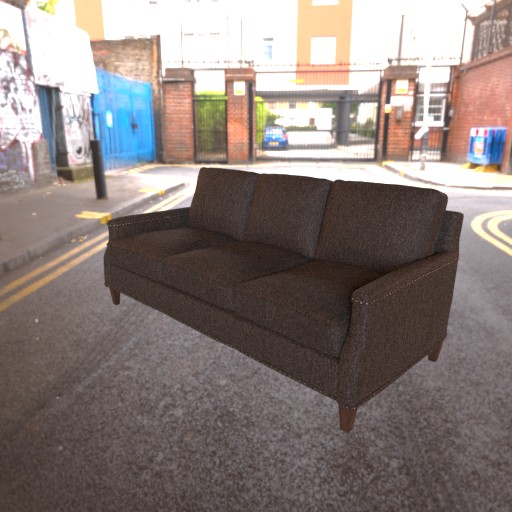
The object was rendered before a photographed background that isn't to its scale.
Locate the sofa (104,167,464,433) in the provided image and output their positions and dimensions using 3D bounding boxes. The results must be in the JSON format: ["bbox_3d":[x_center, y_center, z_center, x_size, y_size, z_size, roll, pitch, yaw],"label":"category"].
[{"bbox_3d":[0.000,0.000,2.890,1.084,1.003,2.246,-15,22,-43],"label":"sofa"}]
